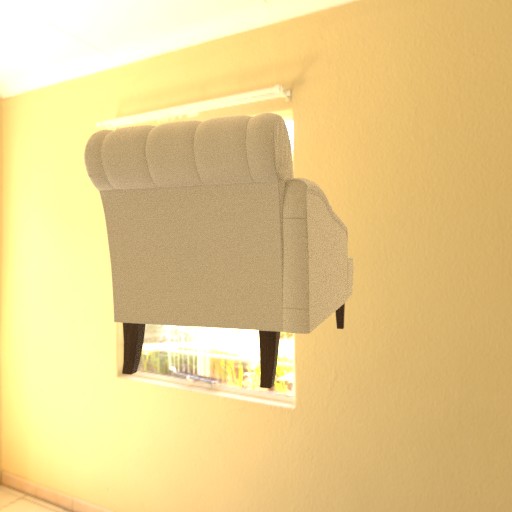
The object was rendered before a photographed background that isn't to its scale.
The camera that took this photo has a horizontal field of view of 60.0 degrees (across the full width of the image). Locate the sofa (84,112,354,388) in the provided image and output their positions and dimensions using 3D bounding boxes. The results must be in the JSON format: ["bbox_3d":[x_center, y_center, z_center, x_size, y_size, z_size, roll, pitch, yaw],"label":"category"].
[{"bbox_3d":[0.000,0.000,1.853,0.675,0.787,1.379,0,0,18],"label":"sofa"}]
